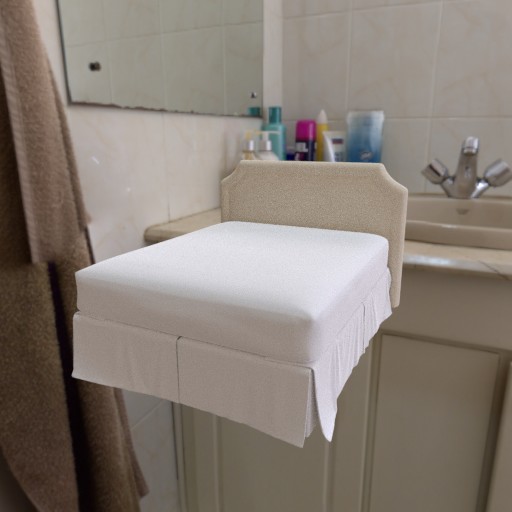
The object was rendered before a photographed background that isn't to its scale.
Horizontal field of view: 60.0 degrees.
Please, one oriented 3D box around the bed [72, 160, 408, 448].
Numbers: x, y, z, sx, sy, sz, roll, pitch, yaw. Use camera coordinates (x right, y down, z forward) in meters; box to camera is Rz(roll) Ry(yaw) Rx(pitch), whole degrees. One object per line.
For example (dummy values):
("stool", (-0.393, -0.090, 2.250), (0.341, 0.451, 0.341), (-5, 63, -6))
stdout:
("bed", (0.000, 0.000, 3.321), (1.827, 1.296, 2.209), (7, 16, 26))
